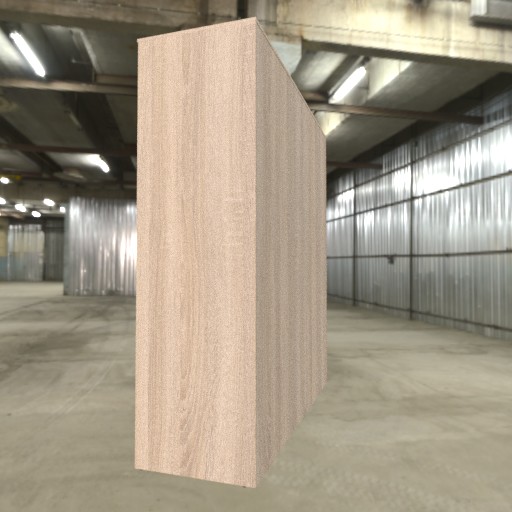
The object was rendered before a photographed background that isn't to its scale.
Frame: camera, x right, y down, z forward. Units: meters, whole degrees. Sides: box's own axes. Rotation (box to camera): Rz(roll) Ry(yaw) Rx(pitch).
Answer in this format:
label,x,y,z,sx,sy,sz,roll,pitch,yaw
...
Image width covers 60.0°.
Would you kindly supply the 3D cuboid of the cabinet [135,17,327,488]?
label,x,y,z,sx,sy,sz,roll,pitch,yaw
cabinet,0.000,0.000,2.915,0.620,2.060,1.870,-1,-2,18
